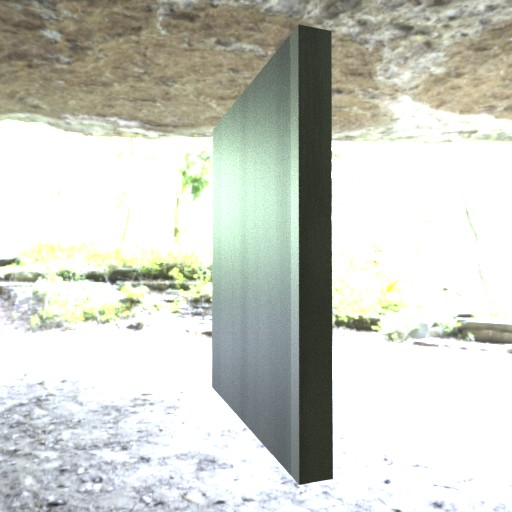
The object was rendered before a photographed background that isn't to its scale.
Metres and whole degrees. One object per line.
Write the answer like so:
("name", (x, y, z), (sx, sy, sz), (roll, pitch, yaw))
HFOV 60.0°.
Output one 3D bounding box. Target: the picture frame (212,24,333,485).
("picture frame", (0.000, 0.000, 0.753), (0.046, 0.555, 0.449), (0, -1, -19))
